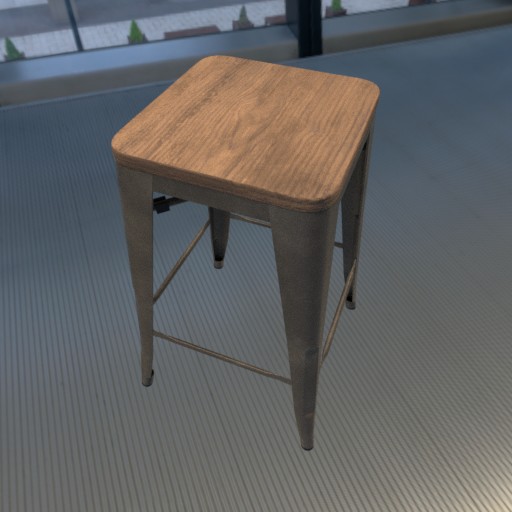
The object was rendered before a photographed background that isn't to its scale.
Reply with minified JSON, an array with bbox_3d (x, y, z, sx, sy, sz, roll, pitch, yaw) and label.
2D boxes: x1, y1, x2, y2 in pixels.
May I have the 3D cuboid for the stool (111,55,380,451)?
[{"bbox_3d":[0.000,0.000,0.862,0.407,0.607,0.407,16,49,15],"label":"stool"}]
